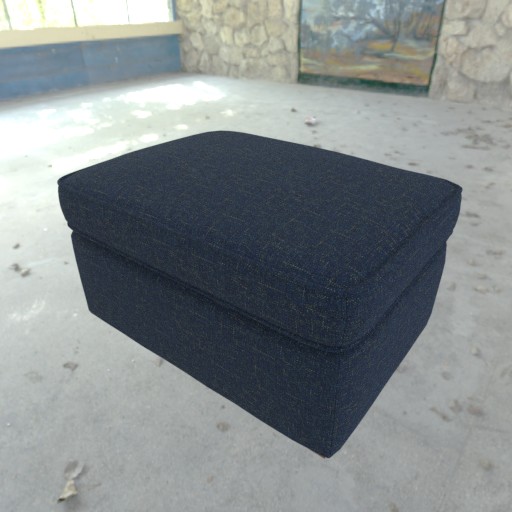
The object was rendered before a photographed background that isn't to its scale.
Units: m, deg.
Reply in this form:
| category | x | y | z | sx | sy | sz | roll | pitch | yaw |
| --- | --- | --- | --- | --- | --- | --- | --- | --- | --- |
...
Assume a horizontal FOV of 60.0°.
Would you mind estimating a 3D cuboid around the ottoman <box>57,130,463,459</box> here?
| category | x | y | z | sx | sy | sz | roll | pitch | yaw |
| --- | --- | --- | --- | --- | --- | --- | --- | --- | --- |
| ottoman | 0.000 | 0.000 | 1.046 | 0.749 | 0.450 | 0.549 | 21 | 36 | 32 |
